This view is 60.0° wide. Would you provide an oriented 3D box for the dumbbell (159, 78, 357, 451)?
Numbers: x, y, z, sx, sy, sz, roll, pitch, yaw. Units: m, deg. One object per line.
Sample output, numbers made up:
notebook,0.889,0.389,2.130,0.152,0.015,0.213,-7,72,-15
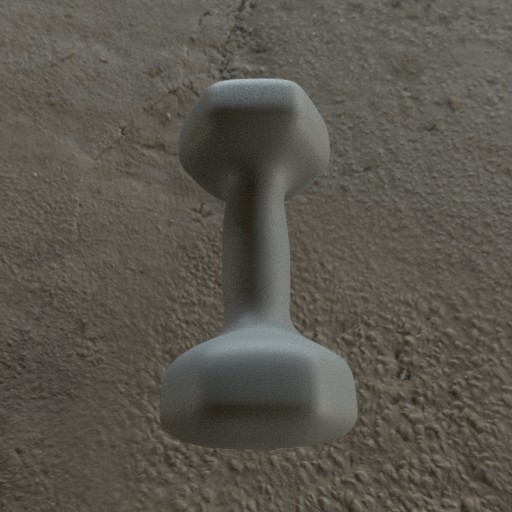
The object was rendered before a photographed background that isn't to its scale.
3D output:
dumbbell,0.000,0.000,0.229,0.090,0.081,0.184,0,65,0
